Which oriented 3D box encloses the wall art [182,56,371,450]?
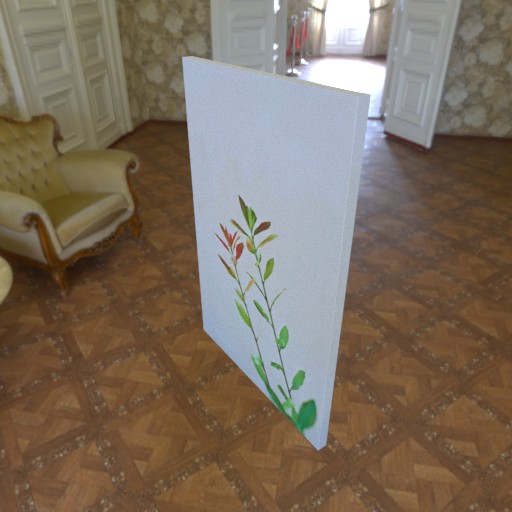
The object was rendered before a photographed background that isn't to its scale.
[{"bbox_3d":[0.000,0.000,1.471,0.038,1.143,0.764,-20,37,-30],"label":"wall art"}]
